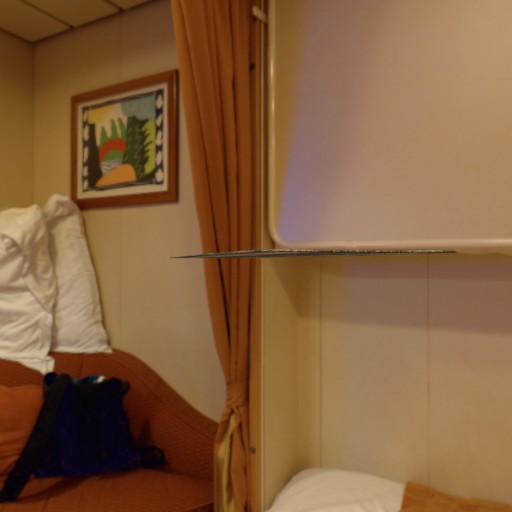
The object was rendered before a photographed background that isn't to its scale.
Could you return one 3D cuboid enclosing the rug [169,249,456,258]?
[{"bbox_3d":[0.000,0.000,2.637,0.760,0.012,2.434,0,-1,-17],"label":"rug"}]
